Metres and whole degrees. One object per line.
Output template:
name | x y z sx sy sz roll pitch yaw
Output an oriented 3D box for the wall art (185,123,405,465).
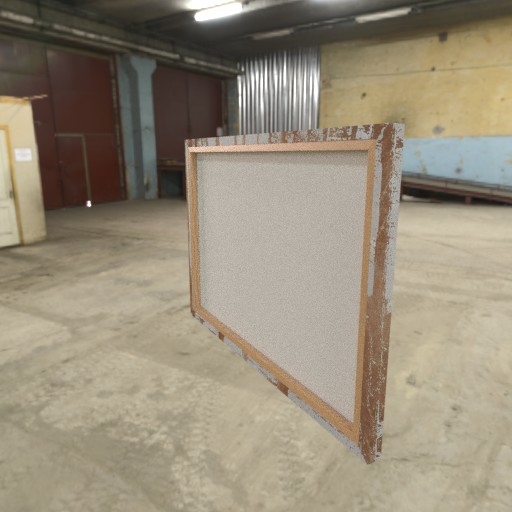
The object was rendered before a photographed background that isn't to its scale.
wall art | 0.000 0.000 1.152 0.035 0.609 0.914 -7 15 -28
